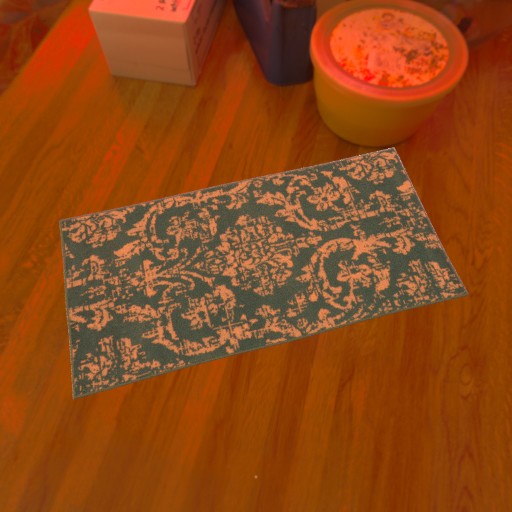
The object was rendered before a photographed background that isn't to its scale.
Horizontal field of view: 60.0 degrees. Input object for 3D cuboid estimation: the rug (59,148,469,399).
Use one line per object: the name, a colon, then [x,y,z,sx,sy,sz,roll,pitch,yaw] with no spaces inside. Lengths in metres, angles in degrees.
rug: [0.000,0.000,1.440,1.219,0.007,0.604,-13,64,-7]
